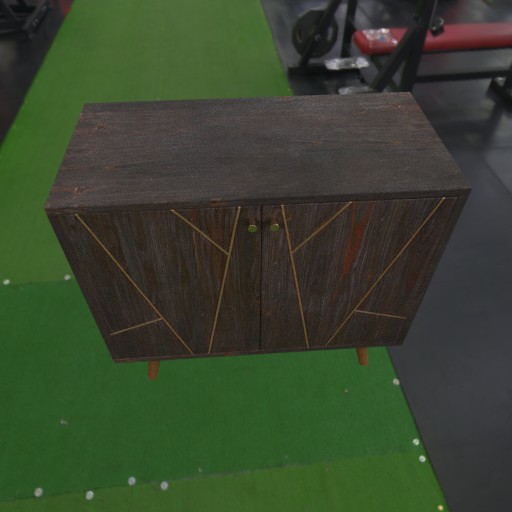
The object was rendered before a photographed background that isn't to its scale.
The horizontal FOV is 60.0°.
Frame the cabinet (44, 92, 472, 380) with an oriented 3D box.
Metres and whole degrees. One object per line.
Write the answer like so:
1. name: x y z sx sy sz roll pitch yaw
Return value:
1. cabinet: 0.000 0.000 1.538 1.023 0.897 0.529 -3 47 -3
